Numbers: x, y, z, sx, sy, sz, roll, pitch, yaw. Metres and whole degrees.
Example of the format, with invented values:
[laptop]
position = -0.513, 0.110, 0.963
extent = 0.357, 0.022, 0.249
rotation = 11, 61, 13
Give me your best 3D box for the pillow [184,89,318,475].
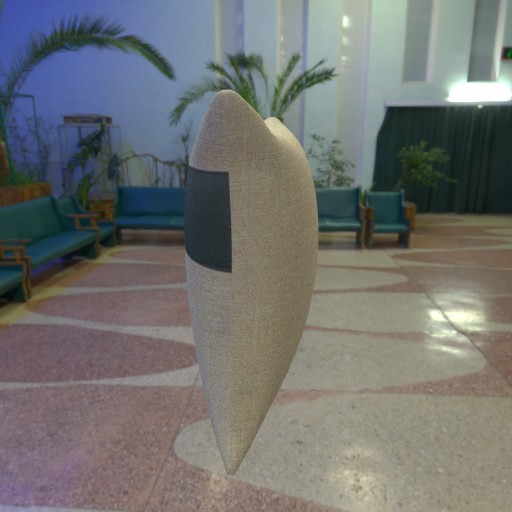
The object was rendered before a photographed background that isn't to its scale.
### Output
[pillow]
position = 0.000, 0.000, 0.626
extent = 0.173, 0.399, 0.414
rotation = 2, 14, 7
